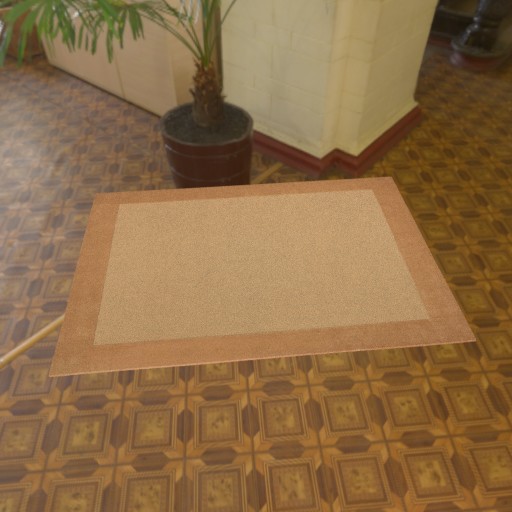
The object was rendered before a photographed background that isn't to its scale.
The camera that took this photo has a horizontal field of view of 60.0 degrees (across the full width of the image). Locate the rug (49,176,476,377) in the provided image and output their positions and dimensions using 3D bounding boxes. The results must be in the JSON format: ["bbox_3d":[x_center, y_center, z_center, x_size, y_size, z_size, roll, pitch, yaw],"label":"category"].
[{"bbox_3d":[0.000,0.000,2.307,1.829,0.014,1.219,-4,46,-4],"label":"rug"}]
